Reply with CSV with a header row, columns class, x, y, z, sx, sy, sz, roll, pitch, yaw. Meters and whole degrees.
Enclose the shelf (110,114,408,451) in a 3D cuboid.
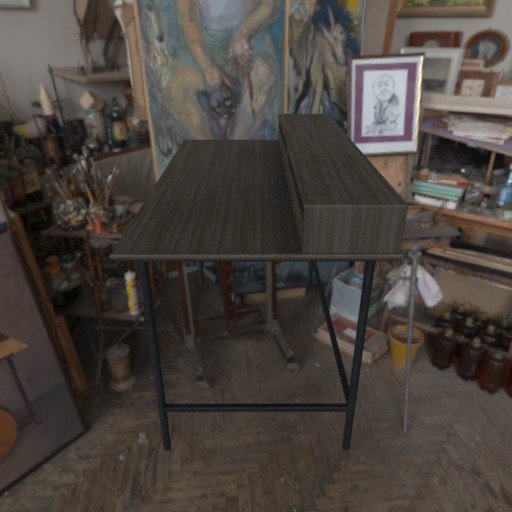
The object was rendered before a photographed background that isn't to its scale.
class,x,y,z,sx,sy,sz,roll,pitch,yaw
shelf,0.000,0.000,1.713,0.685,0.865,1.212,0,27,0
